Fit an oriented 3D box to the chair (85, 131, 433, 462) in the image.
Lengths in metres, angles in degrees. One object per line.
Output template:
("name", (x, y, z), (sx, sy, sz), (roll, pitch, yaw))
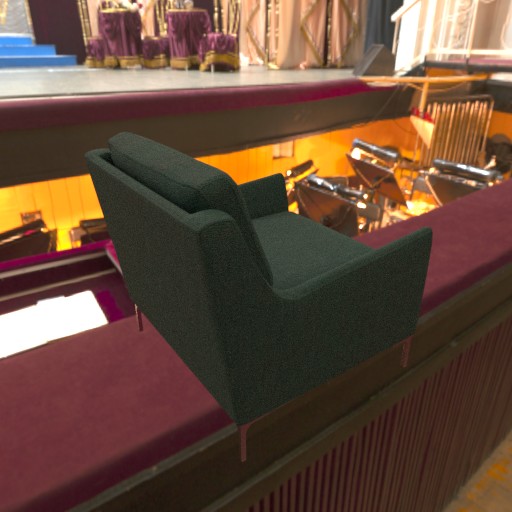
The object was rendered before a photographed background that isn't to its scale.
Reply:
("chair", (0.000, 0.000, 1.553), (0.849, 0.828, 0.847), (-17, 31, -31))
